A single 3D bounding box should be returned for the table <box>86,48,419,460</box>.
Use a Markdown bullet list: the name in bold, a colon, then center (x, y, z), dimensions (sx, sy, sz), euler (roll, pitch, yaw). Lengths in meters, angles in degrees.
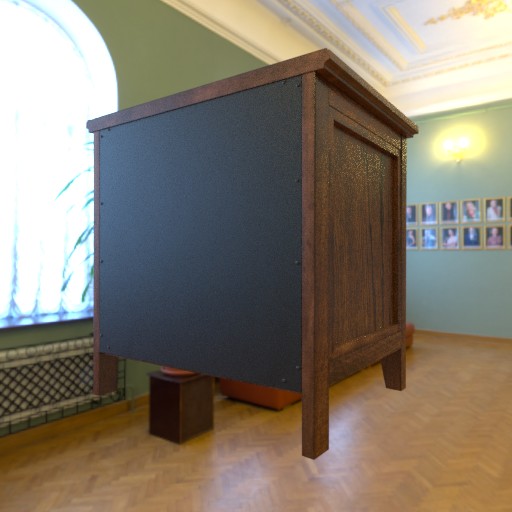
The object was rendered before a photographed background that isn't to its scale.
- **table**: center (0.000, 0.000, 0.988), dimensions (0.586, 0.597, 0.461), euler (0, 0, 35)
